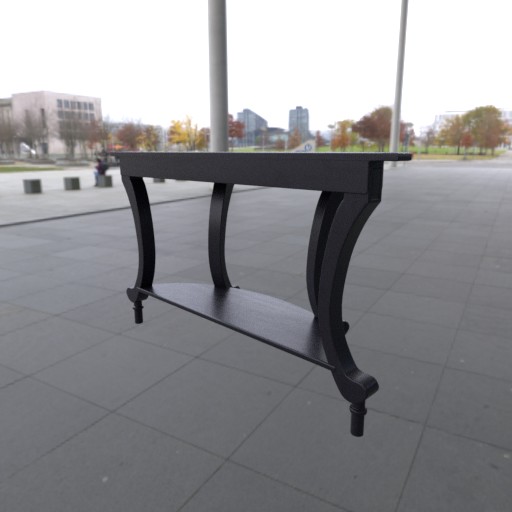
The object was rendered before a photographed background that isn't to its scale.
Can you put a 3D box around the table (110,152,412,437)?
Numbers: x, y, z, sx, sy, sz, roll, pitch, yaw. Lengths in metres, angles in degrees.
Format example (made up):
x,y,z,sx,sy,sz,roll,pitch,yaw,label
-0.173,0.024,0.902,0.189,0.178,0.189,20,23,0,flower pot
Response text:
x,y,z,sx,sy,sz,roll,pitch,yaw,label
0.000,0.000,1.515,1.198,0.692,0.394,13,19,43,table
